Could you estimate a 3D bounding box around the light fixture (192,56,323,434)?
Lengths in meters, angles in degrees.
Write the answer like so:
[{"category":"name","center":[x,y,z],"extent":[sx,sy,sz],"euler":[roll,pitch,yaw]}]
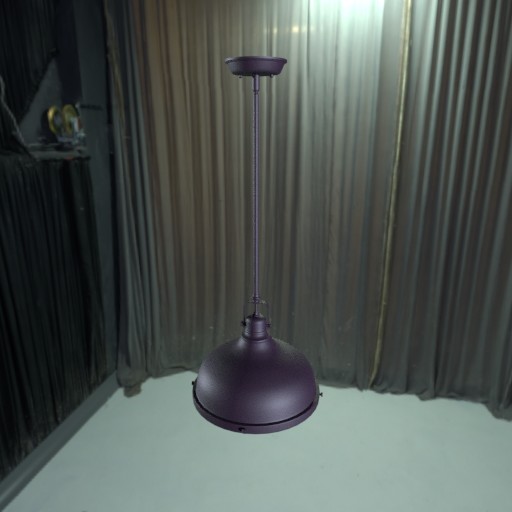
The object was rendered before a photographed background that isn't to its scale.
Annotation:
[{"category":"light fixture","center":[0.000,0.000,1.044],"extent":[0.341,0.849,0.341],"euler":[3,17,8]}]
